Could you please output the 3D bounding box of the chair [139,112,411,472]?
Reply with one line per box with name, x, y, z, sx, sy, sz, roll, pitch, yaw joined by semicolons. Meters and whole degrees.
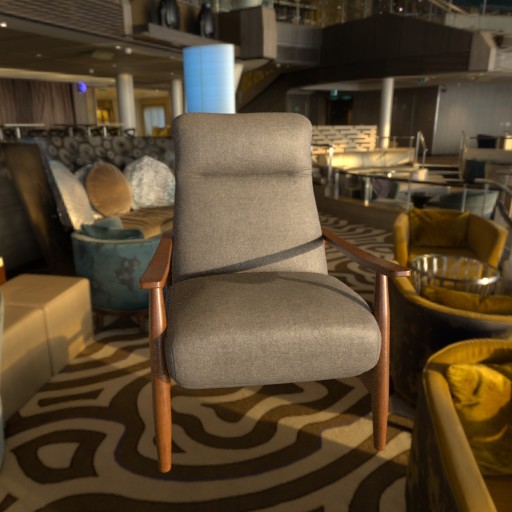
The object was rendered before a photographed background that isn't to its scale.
chair;0.000;0.000;1.713;0.762;1.081;1.014;-2;17;-8
